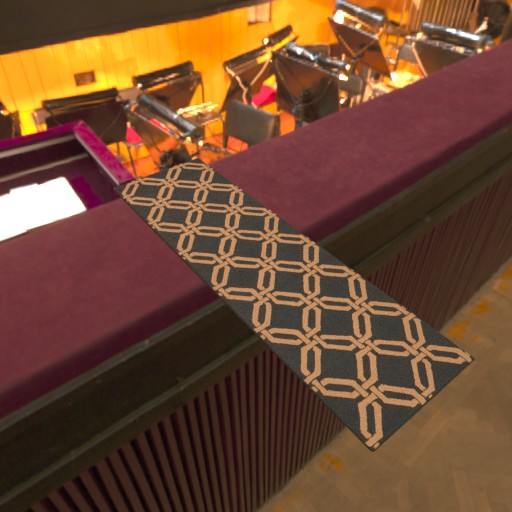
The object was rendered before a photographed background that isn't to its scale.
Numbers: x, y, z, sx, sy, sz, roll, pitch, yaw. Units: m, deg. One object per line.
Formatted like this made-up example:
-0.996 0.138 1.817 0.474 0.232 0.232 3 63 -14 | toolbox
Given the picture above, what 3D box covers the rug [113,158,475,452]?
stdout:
0.000 0.000 2.473 0.678 0.014 2.276 -27 48 -28 | rug
